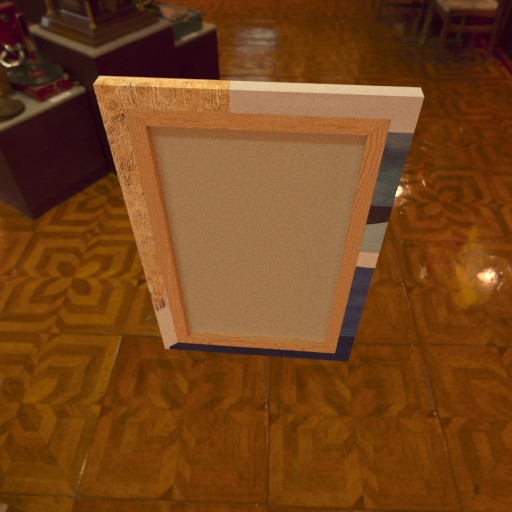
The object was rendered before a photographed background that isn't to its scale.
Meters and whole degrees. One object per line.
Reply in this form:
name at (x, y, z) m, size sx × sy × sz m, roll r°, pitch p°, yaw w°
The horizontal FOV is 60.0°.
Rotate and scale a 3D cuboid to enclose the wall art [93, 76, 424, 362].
wall art at (0.000, 0.000, 1.151) m, size 0.607 × 0.911 × 0.039 m, roll 3°, pitch 46°, yaw 3°
